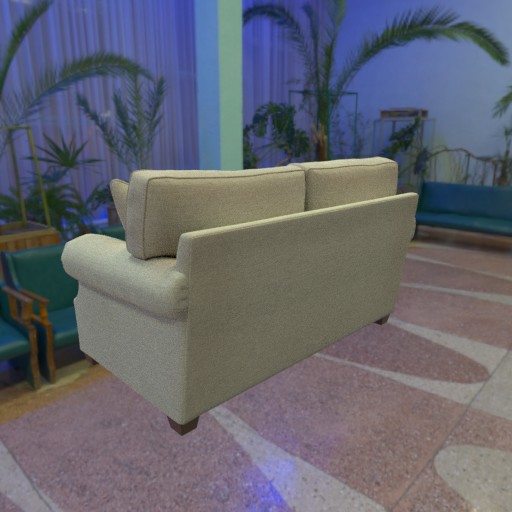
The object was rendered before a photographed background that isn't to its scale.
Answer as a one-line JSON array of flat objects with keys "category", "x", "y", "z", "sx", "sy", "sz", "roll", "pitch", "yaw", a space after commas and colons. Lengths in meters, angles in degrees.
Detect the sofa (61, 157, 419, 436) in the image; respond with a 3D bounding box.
[{"category": "sofa", "x": 0.000, "y": 0.000, "z": 2.275, "sx": 1.701, "sy": 0.966, "sz": 0.966, "roll": -14, "pitch": 21, "yaw": -43}]
